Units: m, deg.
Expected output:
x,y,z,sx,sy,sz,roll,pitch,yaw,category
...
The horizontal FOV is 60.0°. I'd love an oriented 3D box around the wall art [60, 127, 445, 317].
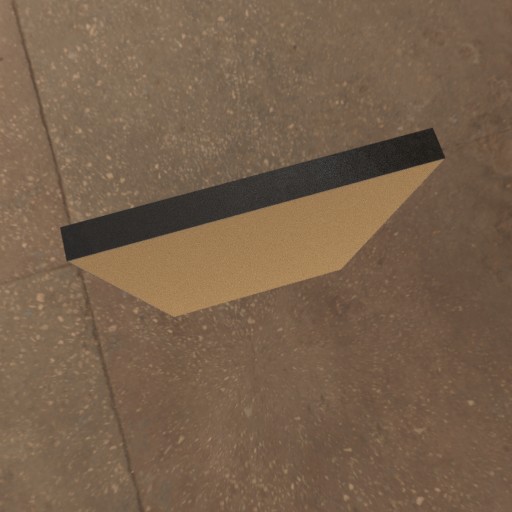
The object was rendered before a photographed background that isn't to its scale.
x,y,z,sx,sy,sz,roll,pitch,yaw,category
0.000,0.000,0.578,0.313,0.457,0.031,-16,77,-4,wall art
